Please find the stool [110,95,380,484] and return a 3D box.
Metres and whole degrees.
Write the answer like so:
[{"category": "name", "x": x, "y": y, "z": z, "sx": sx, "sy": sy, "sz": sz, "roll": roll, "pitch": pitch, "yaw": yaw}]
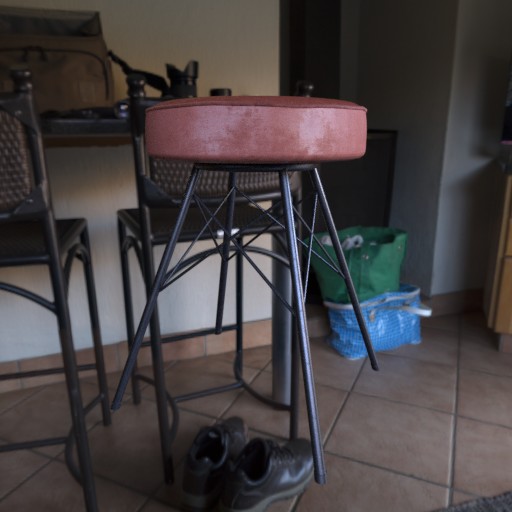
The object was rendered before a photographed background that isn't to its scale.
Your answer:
[{"category": "stool", "x": 0.000, "y": 0.000, "z": 0.900, "sx": 0.457, "sy": 0.593, "sz": 0.421, "roll": 7, "pitch": 16, "yaw": 26}]
